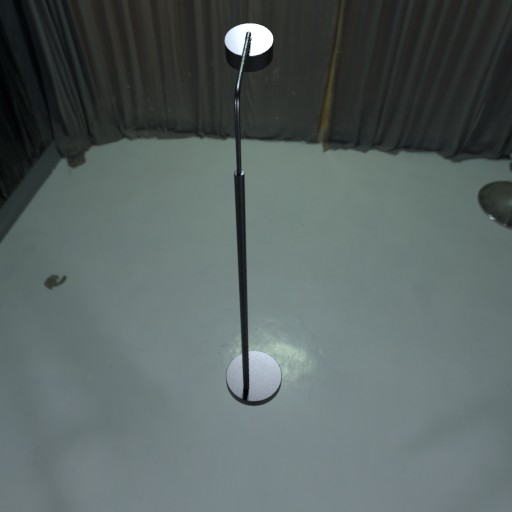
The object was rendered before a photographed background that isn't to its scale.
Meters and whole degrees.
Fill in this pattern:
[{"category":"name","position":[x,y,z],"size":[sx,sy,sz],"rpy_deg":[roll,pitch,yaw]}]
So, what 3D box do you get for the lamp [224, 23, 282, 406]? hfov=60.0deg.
[{"category":"lamp","position":[0.000,0.000,1.386],"size":[0.219,1.230,0.418],"rpy_deg":[4,47,3]}]
